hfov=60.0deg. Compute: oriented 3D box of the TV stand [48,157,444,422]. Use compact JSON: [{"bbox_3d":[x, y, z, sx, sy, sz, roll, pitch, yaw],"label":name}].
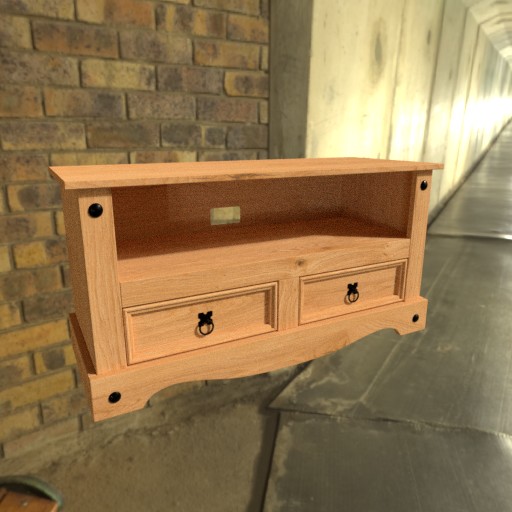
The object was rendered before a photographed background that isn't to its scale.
[{"bbox_3d":[0.000,0.000,1.367,1.080,0.550,0.440,-8,18,-27],"label":"TV stand"}]
